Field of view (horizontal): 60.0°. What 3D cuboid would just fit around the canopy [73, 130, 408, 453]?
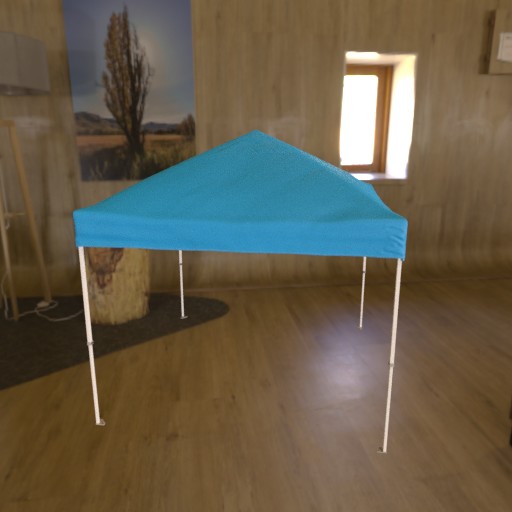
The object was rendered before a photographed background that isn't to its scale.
[{"bbox_3d":[0.000,0.000,5.468,2.996,2.997,2.998,2,15,8],"label":"canopy"}]
